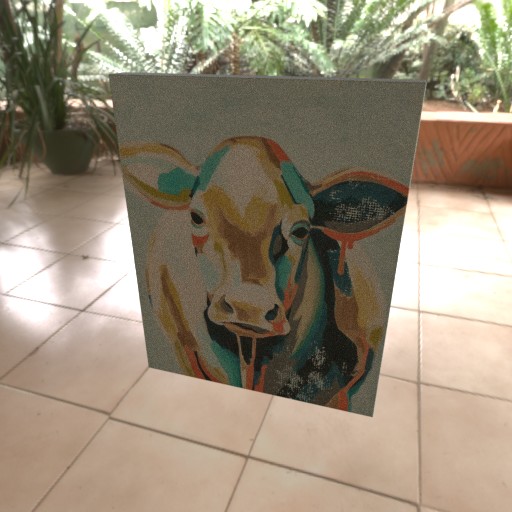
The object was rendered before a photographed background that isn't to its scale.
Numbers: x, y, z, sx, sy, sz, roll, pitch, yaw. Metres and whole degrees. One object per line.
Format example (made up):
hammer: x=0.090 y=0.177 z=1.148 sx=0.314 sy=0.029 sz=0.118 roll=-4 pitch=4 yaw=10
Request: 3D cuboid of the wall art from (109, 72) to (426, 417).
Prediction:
wall art: x=0.000 y=0.000 z=0.677 sx=0.409 sy=0.509 sz=0.037 roll=8 pitch=28 yaw=15
